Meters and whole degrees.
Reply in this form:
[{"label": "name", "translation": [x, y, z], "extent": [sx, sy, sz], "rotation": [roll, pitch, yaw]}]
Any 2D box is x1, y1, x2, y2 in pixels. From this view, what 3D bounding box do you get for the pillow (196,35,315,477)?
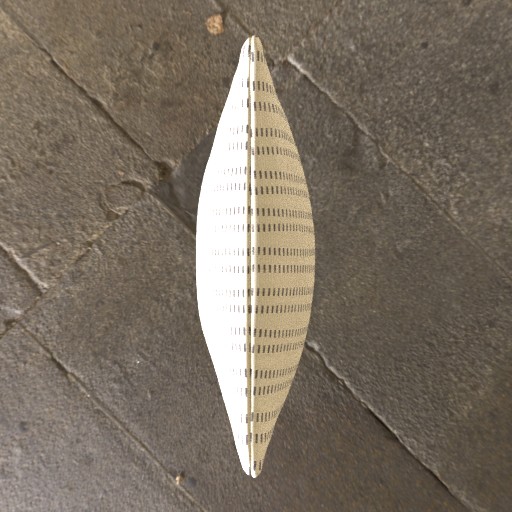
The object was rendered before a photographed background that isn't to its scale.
[{"label": "pillow", "translation": [0.000, 0.000, 0.800], "extent": [0.210, 0.353, 0.640], "rotation": [0, 90, -1]}]
